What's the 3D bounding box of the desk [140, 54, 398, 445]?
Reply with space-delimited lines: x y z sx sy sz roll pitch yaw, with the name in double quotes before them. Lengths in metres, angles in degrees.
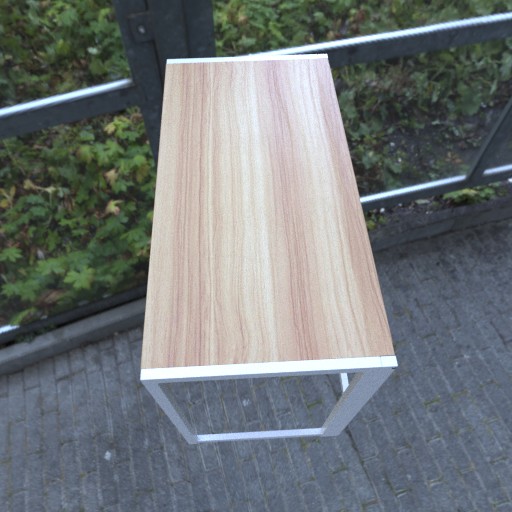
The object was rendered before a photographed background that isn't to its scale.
"desk" 0.000 0.000 1.457 0.508 0.762 1.016 -3 58 -2
